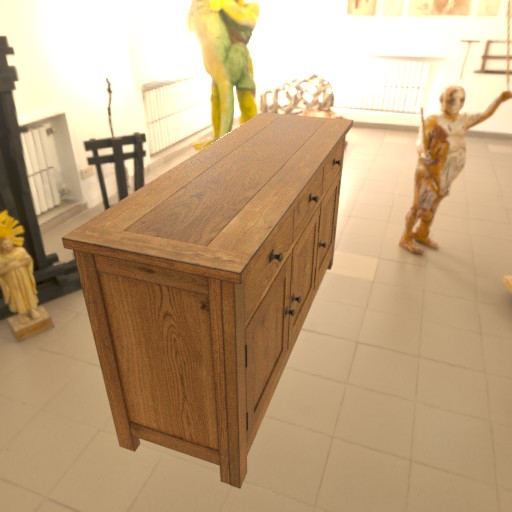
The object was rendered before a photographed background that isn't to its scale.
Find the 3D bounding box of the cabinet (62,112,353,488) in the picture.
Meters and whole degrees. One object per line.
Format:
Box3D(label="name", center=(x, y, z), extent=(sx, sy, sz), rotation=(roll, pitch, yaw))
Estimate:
Box3D(label="cabinet", center=(0.000, 0.000, 1.818), extent=(0.480, 0.813, 1.474), rotation=(10, 32, 17))
